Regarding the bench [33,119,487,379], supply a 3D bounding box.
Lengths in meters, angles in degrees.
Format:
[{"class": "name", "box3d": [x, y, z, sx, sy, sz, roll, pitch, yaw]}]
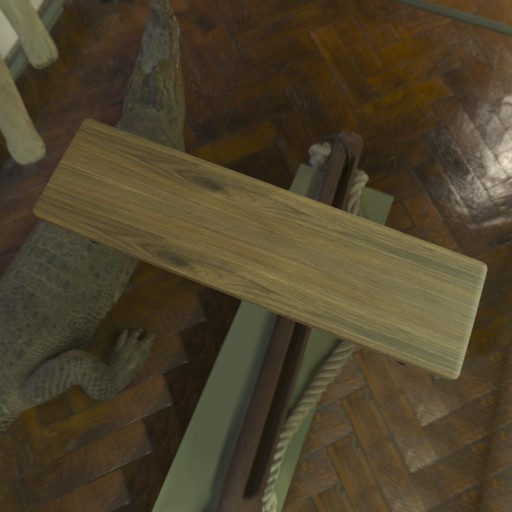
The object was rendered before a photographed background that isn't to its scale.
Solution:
[{"class": "bench", "box3d": [0.000, 0.000, 1.780, 1.570, 0.462, 0.425, 21, 75, 6]}]
